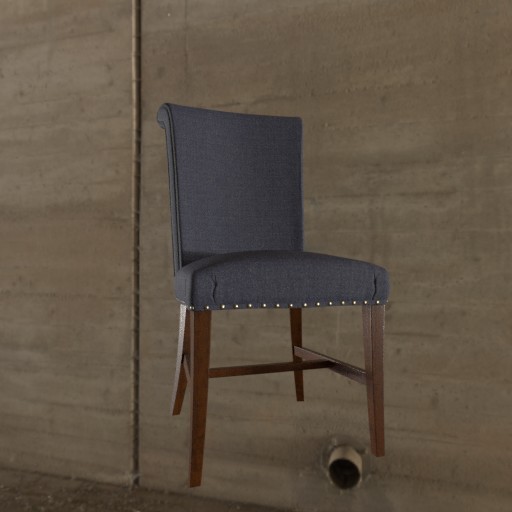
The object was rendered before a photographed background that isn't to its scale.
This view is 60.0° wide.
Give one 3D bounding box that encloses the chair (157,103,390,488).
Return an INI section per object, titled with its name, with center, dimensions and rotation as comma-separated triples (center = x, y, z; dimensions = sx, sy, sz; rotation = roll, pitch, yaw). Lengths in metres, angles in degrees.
[chair]
center = 0.000, 0.000, 1.284
dimensions = 0.513, 0.988, 0.608
rotation = 0, 0, -18
